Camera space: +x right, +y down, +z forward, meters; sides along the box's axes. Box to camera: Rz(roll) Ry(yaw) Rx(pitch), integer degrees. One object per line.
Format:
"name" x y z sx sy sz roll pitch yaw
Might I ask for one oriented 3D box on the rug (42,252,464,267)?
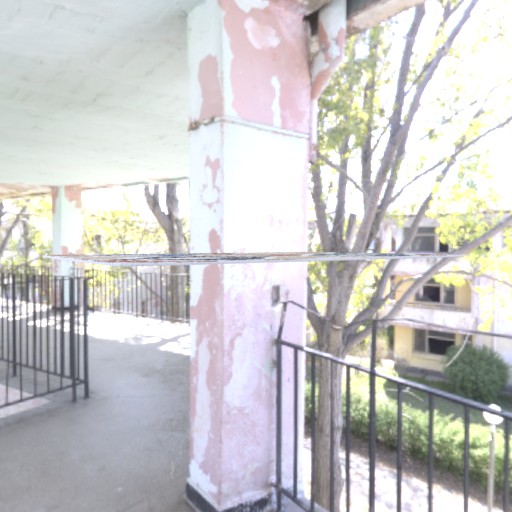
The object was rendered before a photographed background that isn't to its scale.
"rug" 0.000 0.000 2.848 2.275 0.014 1.514 -1 2 -35
